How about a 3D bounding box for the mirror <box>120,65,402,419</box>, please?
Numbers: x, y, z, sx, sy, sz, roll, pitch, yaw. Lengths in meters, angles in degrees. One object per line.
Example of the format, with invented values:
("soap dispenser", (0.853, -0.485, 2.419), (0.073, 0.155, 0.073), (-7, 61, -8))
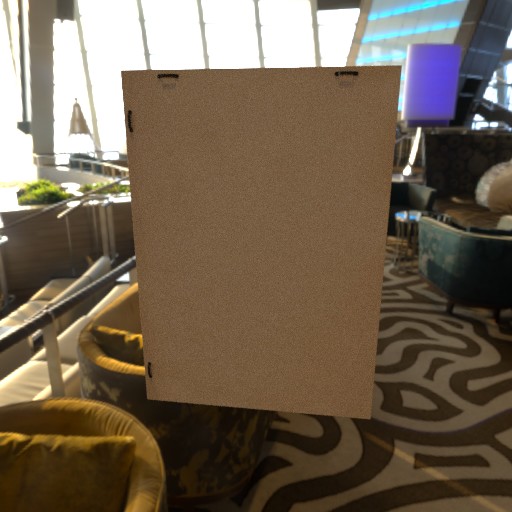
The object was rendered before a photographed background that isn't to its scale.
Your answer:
("mirror", (0.000, 0.000, 0.907), (0.507, 0.710, 0.039), (2, 17, 8))
